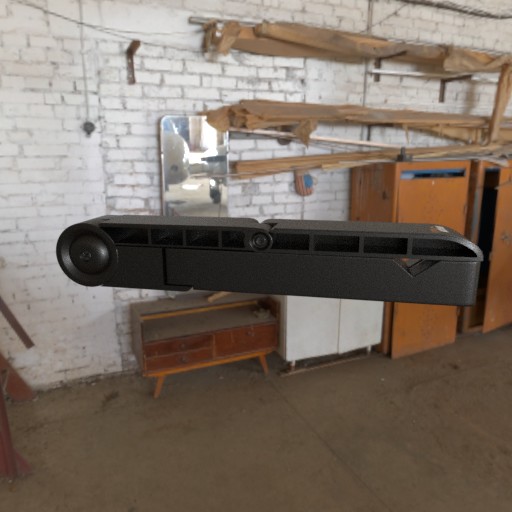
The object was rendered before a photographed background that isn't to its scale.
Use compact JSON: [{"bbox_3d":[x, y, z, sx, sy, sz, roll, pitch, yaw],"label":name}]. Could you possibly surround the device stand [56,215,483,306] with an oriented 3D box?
[{"bbox_3d":[0.000,0.000,0.195,0.179,0.030,0.026,3,14,10],"label":"device stand"}]
